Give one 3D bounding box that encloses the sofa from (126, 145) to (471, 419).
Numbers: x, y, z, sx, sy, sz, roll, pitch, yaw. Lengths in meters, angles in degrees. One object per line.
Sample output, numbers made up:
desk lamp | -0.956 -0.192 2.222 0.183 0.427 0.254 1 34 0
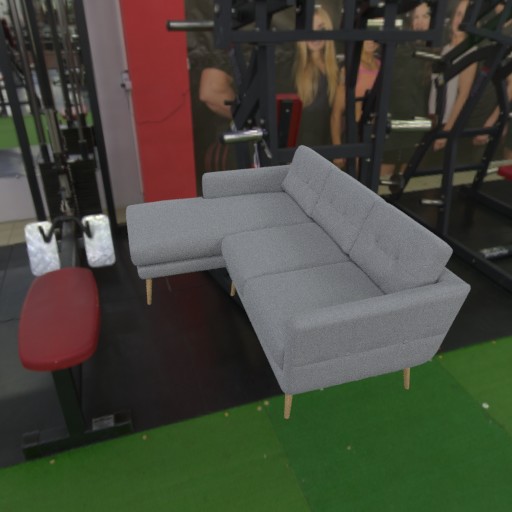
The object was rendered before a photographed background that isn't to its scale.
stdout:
sofa | 0.000 0.000 2.810 1.530 0.860 2.040 -8 31 -14
